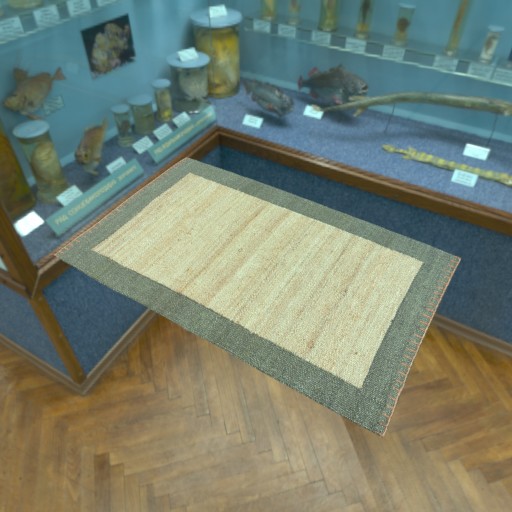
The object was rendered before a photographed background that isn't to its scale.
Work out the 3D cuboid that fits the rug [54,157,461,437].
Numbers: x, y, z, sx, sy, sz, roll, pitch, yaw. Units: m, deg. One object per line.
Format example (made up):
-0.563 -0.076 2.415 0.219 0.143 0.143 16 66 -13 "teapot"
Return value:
0.000 0.000 3.097 2.435 0.006 1.521 24 50 22 "rug"
